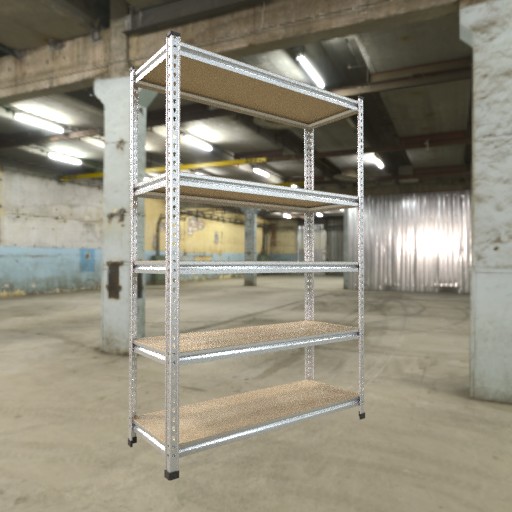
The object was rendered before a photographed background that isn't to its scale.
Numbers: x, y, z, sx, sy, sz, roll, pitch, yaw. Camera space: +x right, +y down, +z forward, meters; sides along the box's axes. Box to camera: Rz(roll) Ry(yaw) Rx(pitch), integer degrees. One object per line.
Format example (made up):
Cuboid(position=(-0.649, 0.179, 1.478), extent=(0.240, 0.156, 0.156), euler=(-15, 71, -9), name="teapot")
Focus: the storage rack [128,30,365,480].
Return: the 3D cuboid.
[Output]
Cuboid(position=(0.000, 0.000, 2.345), extent=(1.219, 1.829, 0.457), euler=(1, -1, -37), name="storage rack")
